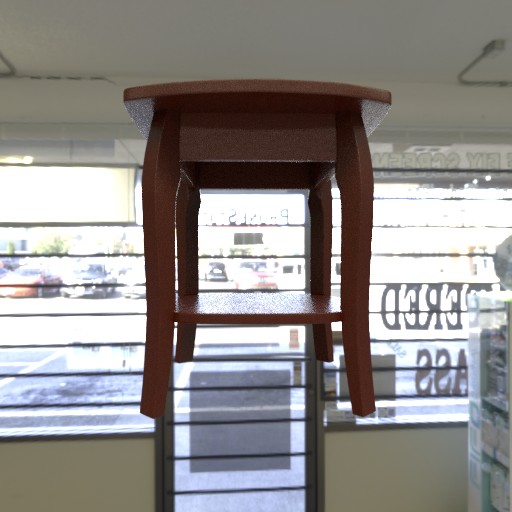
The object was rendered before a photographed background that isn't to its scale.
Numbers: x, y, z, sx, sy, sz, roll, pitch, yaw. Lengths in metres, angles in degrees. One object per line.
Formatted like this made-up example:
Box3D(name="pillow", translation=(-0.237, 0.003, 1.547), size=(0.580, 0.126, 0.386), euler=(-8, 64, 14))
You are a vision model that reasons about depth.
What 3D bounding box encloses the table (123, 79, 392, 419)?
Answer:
Box3D(name="table", translation=(0.000, 0.000, 0.870), size=(0.433, 0.496, 0.502), euler=(0, 0, -1))
